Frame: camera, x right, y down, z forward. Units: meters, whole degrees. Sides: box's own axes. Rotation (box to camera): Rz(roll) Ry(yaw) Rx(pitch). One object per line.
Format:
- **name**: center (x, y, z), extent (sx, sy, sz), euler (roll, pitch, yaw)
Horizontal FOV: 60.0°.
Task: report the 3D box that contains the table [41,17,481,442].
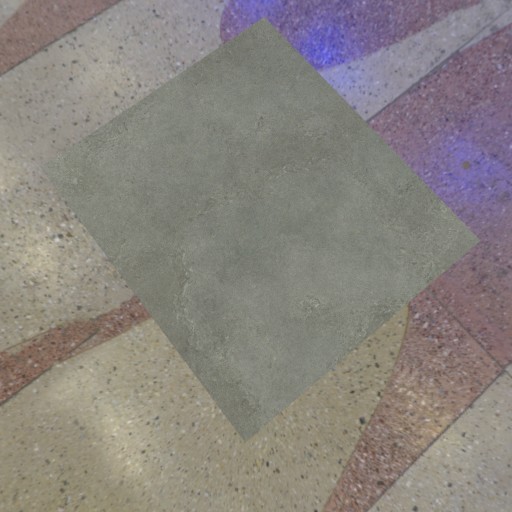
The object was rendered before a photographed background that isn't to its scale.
- **table**: center (0.000, 0.000, 1.549), extent (0.700, 1.020, 0.800), euler (-38, 79, -9)
